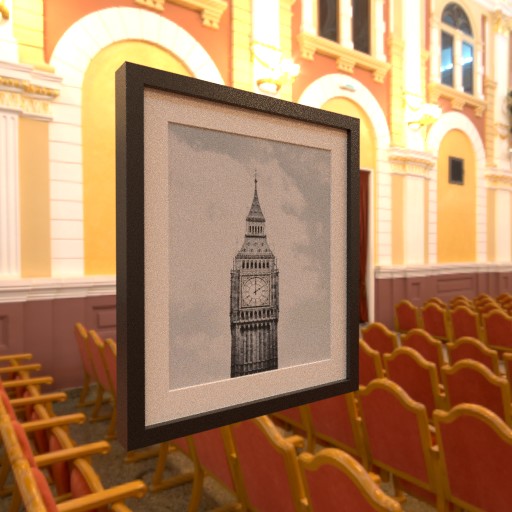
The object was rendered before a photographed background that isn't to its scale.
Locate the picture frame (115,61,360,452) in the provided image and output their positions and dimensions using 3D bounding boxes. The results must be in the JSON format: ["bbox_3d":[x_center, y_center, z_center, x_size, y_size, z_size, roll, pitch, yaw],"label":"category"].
[{"bbox_3d":[0.000,0.000,0.536,0.328,0.378,0.034,-1,1,-35],"label":"picture frame"}]
